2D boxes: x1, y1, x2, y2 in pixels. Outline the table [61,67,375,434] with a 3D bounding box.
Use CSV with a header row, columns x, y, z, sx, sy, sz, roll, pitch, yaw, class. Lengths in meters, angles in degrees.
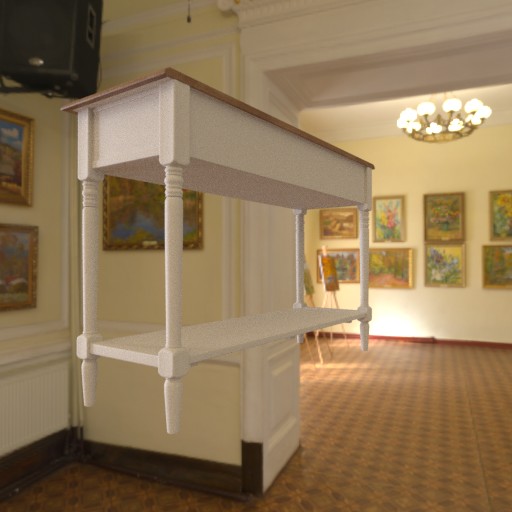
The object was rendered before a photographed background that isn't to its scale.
x,y,z,sx,sy,sz,roll,pitch,yaw,class
0.000,0.000,1.549,0.399,0.800,1.219,0,-1,36,table
